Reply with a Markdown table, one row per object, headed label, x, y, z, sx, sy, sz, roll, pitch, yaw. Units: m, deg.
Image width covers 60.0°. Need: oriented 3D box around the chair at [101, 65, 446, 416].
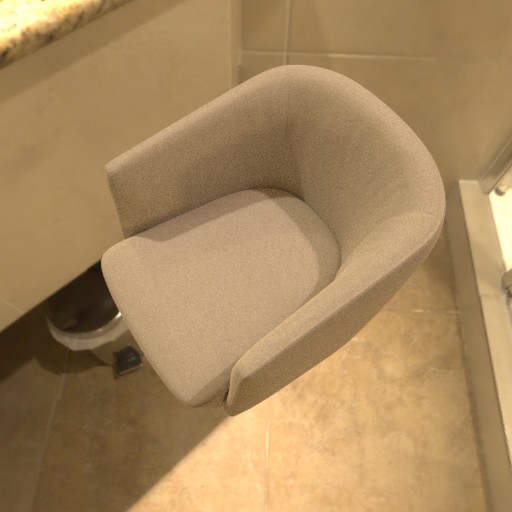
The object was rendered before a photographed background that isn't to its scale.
| label | x | y | z | sx | sy | sz | roll | pitch | yaw |
| --- | --- | --- | --- | --- | --- | --- | --- | --- | --- |
| chair | 0.000 | 0.000 | 1.570 | 0.986 | 0.861 | 0.822 | -32 | 68 | -15 |
